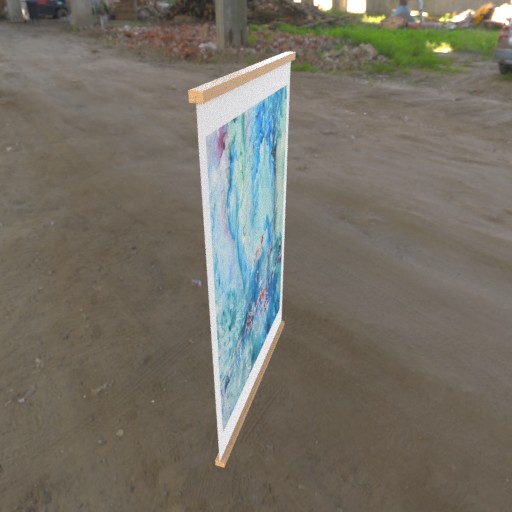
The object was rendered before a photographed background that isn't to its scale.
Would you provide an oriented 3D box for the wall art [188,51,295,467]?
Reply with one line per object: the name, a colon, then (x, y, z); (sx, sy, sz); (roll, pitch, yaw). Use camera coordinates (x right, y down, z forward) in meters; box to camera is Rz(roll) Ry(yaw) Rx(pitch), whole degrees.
wall art: (0.000, 0.000, 1.286); (0.027, 1.020, 0.669); (9, 31, 15)
